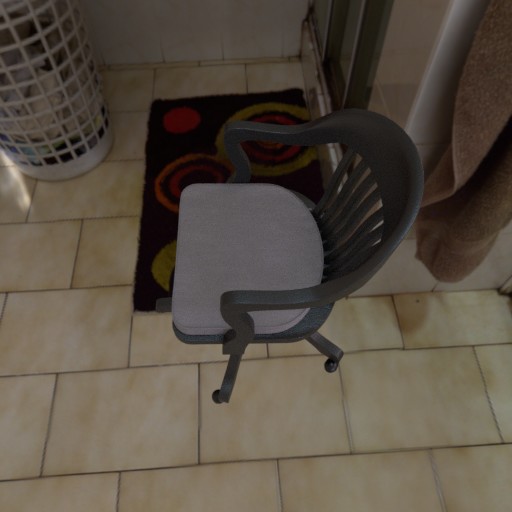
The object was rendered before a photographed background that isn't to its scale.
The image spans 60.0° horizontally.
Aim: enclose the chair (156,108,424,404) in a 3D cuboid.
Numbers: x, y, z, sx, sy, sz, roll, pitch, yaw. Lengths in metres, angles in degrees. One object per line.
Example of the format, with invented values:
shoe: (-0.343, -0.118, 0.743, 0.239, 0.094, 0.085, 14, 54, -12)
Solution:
chair: (0.000, 0.000, 1.428, 0.788, 0.878, 0.750, -1, 59, -1)
